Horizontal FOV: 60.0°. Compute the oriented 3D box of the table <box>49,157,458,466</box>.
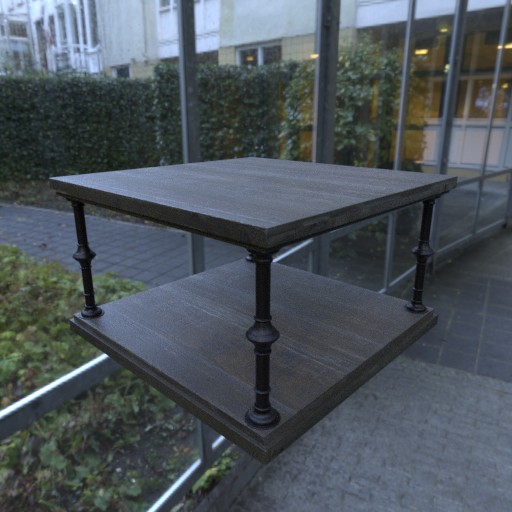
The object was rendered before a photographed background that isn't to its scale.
[{"bbox_3d":[0.000,0.000,1.128,0.696,0.400,0.696,16,24,41],"label":"table"}]
